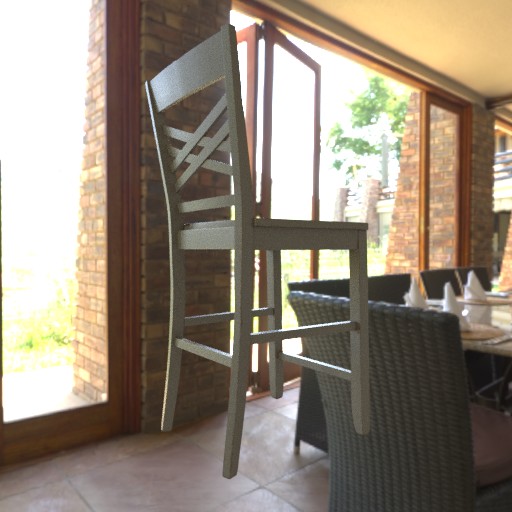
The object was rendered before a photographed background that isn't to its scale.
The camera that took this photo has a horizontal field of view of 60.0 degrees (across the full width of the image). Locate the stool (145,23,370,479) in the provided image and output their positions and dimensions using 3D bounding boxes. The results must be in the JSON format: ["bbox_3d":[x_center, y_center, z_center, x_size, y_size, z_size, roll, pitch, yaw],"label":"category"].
[{"bbox_3d":[0.000,0.000,1.354,0.539,1.079,0.462,-1,1,-37],"label":"stool"}]
